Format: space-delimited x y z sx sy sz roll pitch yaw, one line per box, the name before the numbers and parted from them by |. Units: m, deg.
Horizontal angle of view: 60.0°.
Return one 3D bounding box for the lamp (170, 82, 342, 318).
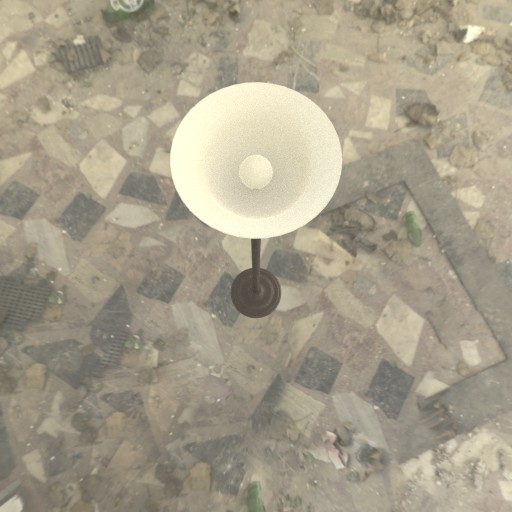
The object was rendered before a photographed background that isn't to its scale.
lamp | 0.000 0.000 1.911 0.405 1.797 0.405 -32 77 -8
